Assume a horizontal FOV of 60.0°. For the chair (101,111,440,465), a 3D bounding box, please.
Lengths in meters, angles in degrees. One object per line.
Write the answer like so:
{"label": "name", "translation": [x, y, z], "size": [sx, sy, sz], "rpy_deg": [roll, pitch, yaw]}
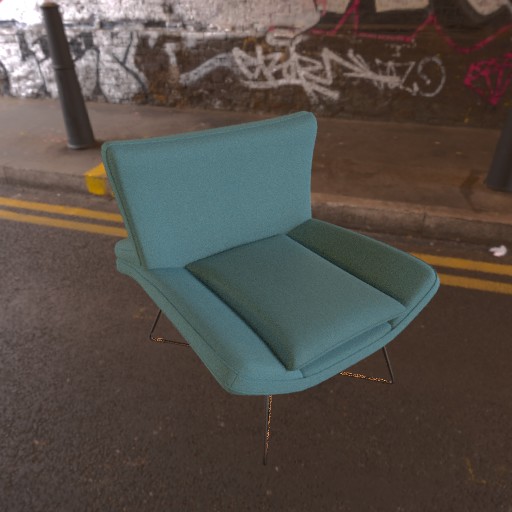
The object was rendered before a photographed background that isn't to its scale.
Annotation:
{"label": "chair", "translation": [0.000, 0.000, 1.615], "size": [0.859, 0.855, 1.008], "rpy_deg": [-19, 35, -30]}
